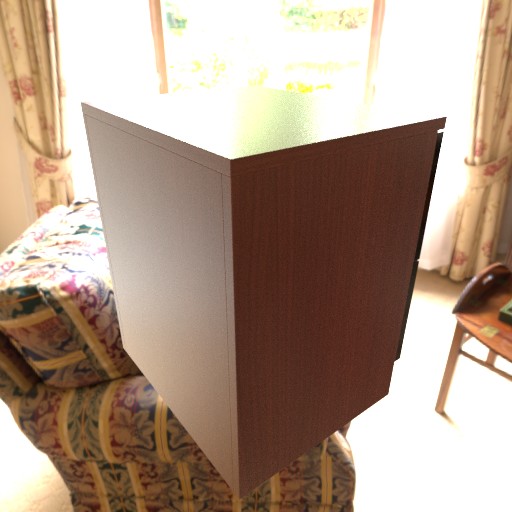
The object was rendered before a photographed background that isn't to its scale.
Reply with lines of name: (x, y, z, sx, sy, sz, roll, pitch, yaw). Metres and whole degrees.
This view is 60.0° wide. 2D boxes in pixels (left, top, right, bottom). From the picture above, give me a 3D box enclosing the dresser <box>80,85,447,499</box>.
dresser: (0.000, 0.000, 0.731, 0.360, 0.470, 0.400, -19, 33, -32)
